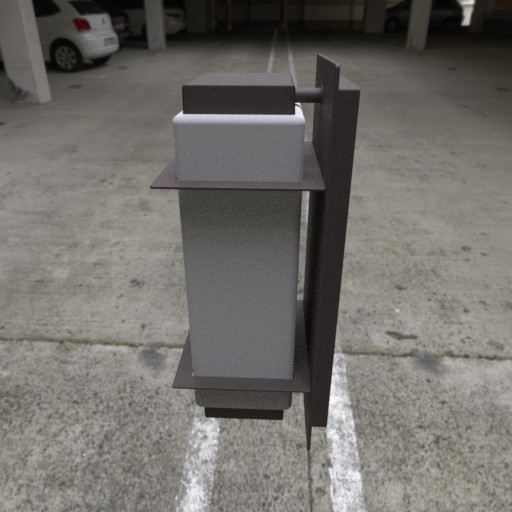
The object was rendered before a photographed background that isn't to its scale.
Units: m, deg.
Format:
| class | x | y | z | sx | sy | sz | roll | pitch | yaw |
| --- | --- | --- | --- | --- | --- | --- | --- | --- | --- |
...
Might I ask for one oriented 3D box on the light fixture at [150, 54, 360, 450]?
| class | x | y | z | sx | sy | sz | roll | pitch | yaw |
| --- | --- | --- | --- | --- | --- | --- | --- | --- | --- |
| light fixture | 0.000 | 0.000 | 0.424 | 0.146 | 0.347 | 0.153 | 1 | 27 | 2 |
